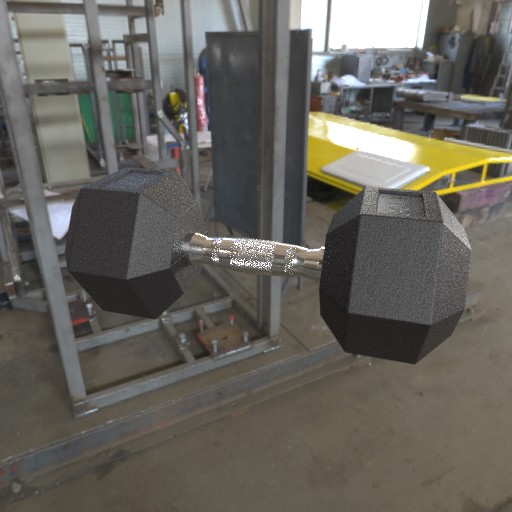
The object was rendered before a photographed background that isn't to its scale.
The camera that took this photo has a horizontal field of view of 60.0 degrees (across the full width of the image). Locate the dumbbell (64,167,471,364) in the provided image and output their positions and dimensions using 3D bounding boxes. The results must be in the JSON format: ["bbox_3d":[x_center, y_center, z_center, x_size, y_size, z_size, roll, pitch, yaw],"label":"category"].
[{"bbox_3d":[0.000,0.000,0.397,0.337,0.123,0.142,7,27,14],"label":"dumbbell"}]
